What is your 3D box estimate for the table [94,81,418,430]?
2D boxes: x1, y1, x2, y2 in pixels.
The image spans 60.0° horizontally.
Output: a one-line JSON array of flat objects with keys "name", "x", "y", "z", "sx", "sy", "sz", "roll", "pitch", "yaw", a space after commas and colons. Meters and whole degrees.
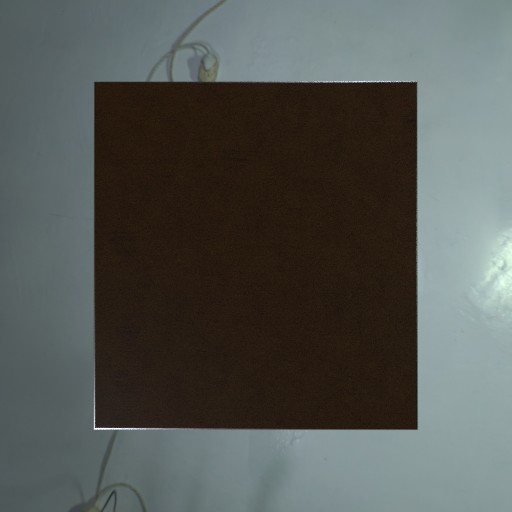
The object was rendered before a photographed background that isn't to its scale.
[{"name": "table", "x": 0.000, "y": 0.000, "z": 1.040, "sx": 0.560, "sy": 0.562, "sz": 0.602, "roll": 0, "pitch": 90, "yaw": 0}]
